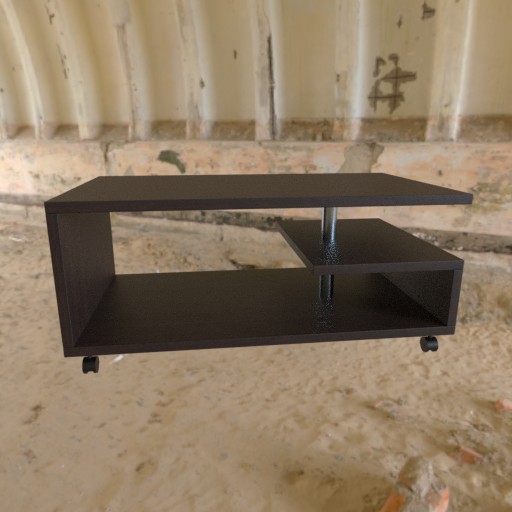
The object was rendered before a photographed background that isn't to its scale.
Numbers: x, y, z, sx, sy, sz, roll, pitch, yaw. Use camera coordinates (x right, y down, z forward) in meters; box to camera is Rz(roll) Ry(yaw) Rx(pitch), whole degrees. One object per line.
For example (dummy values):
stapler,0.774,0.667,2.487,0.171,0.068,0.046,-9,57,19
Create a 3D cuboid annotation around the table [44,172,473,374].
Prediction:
table,0.000,0.000,1.417,1.050,0.460,0.590,-2,16,-7
